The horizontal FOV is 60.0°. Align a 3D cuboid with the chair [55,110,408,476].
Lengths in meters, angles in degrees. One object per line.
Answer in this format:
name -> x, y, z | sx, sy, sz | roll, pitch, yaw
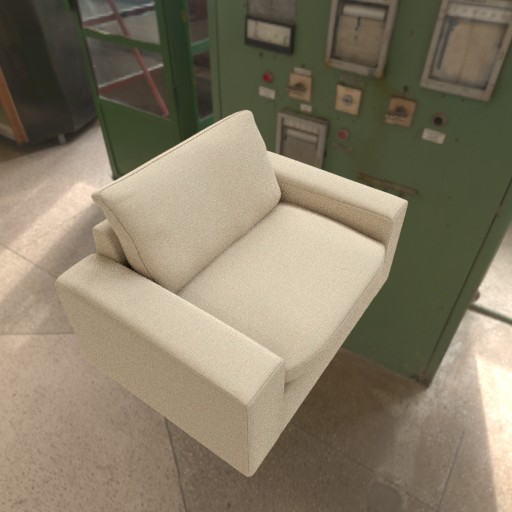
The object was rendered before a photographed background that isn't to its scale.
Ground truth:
chair -> 0.000, 0.000, 2.069 | 1.039, 0.915, 1.398 | 25, 47, 26
